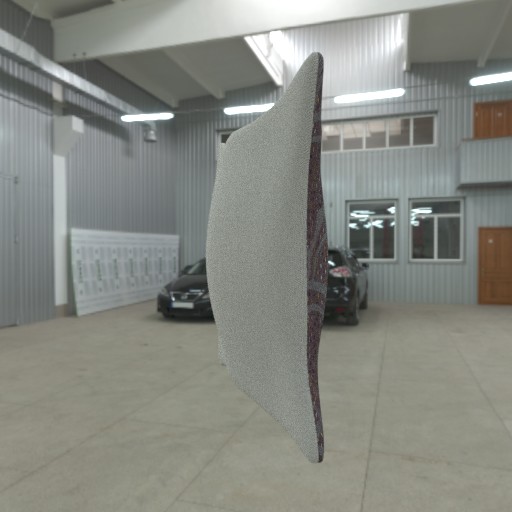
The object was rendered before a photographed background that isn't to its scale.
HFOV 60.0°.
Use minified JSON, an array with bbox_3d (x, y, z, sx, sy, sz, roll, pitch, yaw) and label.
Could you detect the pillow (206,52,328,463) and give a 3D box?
[{"bbox_3d":[0.000,0.000,0.787,0.163,0.513,0.514,0,1,-18],"label":"pillow"}]
